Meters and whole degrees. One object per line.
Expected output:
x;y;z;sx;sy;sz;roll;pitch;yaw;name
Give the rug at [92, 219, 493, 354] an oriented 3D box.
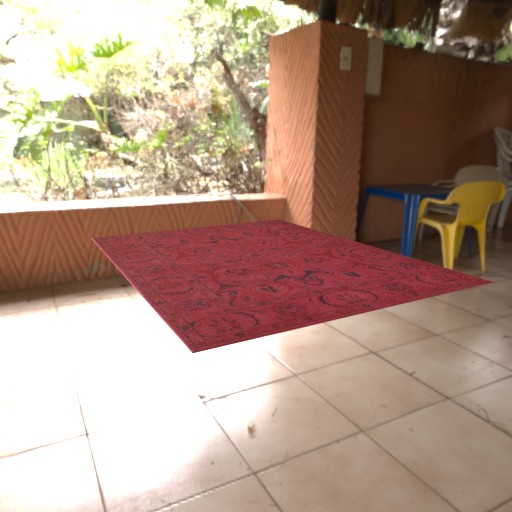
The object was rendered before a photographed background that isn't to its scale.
0.000;0.000;3.904;2.300;0.012;2.929;-8;17;-28;rug
